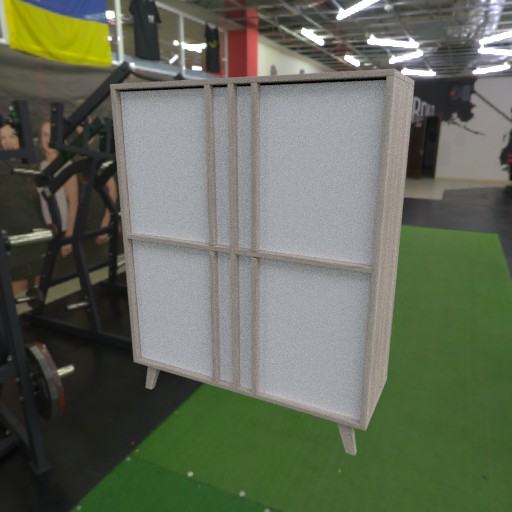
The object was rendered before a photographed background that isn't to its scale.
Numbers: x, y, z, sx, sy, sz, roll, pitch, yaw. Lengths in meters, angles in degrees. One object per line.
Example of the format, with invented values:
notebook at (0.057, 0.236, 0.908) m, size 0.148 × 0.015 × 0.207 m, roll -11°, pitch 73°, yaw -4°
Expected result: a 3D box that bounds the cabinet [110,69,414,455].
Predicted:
cabinet at (0.000, 0.000, 1.898) m, size 1.111 × 1.388 × 0.398 m, roll 8°, pitch 18°, yaw 26°
